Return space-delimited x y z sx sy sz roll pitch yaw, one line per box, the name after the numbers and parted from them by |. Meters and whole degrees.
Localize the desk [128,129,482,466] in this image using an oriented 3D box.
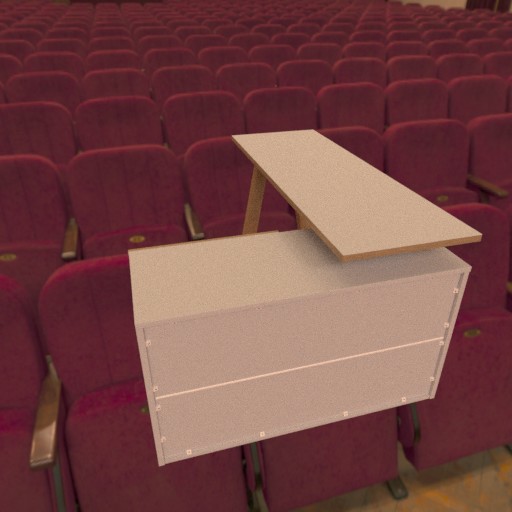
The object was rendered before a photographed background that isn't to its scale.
0.000 0.000 2.053 1.098 0.755 1.404 -8 31 -14 | desk
